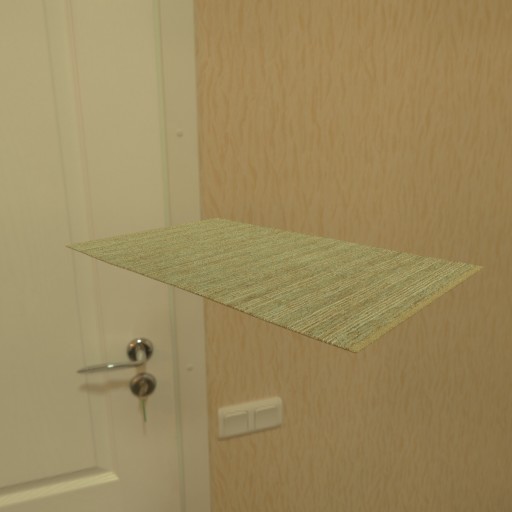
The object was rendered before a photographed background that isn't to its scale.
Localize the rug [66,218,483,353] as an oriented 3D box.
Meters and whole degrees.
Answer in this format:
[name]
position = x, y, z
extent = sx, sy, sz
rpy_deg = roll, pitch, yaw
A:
[rug]
position = 0.000, 0.000, 3.022
extent = 2.448, 0.012, 1.540
rpy_deg = 14, 21, 41
